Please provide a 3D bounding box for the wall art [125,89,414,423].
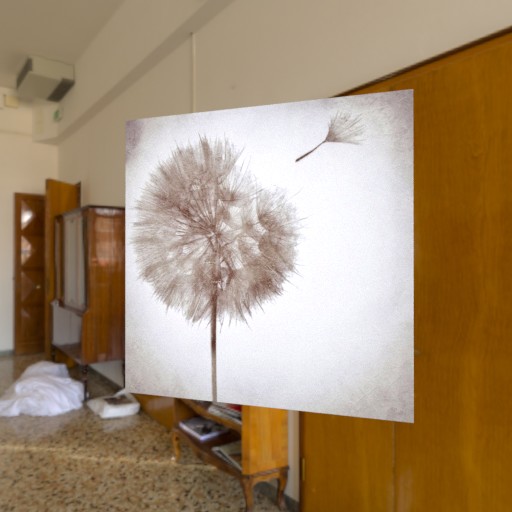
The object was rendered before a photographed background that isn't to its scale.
[{"bbox_3d":[0.000,0.000,1.140,0.762,0.762,0.027,0,0,18],"label":"wall art"}]
